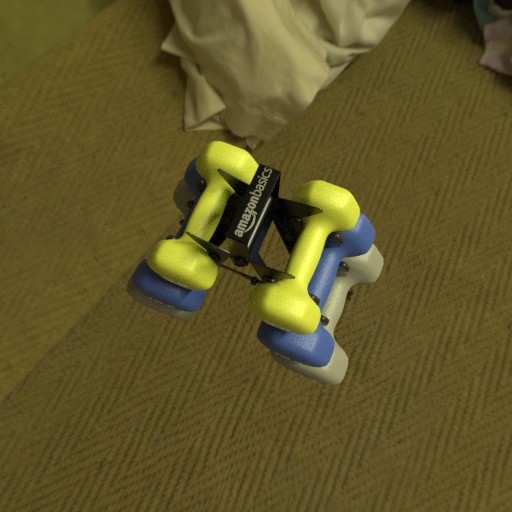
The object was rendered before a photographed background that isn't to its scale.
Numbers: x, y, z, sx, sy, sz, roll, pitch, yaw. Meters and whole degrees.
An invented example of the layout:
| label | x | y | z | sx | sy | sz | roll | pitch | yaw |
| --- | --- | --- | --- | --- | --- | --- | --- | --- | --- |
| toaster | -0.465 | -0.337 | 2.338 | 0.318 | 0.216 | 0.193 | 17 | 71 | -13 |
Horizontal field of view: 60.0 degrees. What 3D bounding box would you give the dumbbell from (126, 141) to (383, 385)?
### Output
| label | x | y | z | sx | sy | sz | roll | pitch | yaw |
| --- | --- | --- | --- | --- | --- | --- | --- | --- | --- |
| dumbbell | 0.000 | 0.000 | 0.680 | 0.416 | 0.426 | 0.261 | 23 | 75 | 6 |
